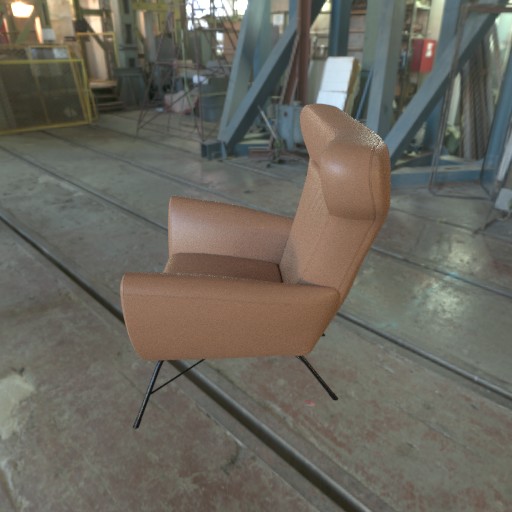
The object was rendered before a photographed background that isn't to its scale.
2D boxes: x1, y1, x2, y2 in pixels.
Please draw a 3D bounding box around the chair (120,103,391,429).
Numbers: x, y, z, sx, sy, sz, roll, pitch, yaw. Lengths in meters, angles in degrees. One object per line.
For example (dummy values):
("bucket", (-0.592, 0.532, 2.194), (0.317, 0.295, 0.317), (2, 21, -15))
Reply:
("chair", (0.000, 0.000, 1.748), (0.900, 1.050, 0.980), (0, 26, 1))
